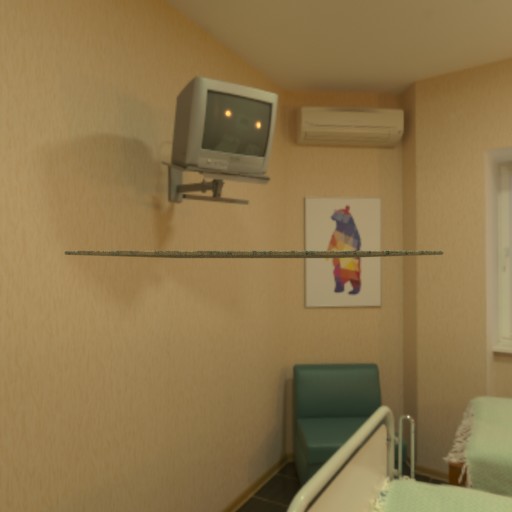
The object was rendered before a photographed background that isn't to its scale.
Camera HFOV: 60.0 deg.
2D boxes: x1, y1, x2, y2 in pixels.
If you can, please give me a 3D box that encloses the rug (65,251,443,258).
[{"bbox_3d":[0.000,0.000,2.990,1.524,0.015,2.439,0,-1,1],"label":"rug"}]
